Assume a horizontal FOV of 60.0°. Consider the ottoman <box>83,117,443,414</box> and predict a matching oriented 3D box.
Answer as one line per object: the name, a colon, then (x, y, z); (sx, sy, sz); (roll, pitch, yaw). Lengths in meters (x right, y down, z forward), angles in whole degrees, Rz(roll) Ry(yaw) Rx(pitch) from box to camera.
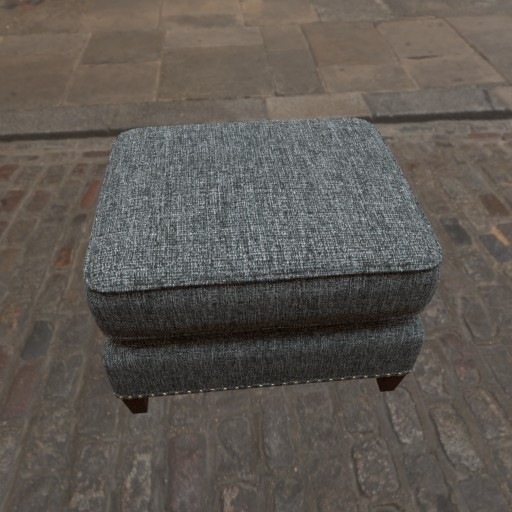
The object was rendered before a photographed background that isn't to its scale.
ottoman: (0.000, 0.000, 1.160); (0.738, 0.537, 0.589); (-4, 46, -4)
